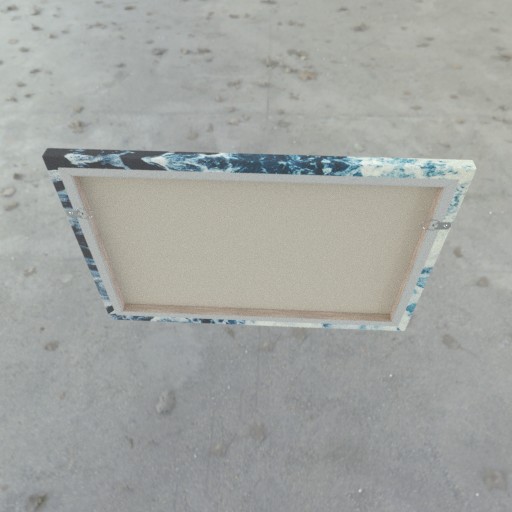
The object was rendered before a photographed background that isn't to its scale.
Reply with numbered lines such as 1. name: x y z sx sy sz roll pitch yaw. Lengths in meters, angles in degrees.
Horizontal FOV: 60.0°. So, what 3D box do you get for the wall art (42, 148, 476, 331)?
1. wall art: 0.000 0.000 1.935 1.524 1.017 0.055 2 47 2
